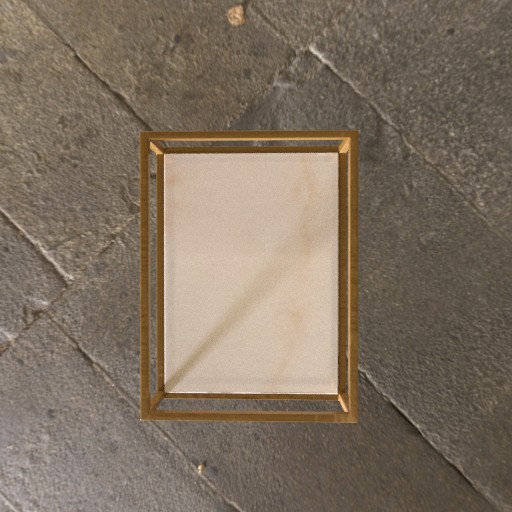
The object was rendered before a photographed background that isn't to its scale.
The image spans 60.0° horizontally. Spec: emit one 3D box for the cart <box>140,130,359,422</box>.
[{"bbox_3d":[0.000,0.000,0.998,0.332,0.761,0.483,0,91,2],"label":"cart"}]
